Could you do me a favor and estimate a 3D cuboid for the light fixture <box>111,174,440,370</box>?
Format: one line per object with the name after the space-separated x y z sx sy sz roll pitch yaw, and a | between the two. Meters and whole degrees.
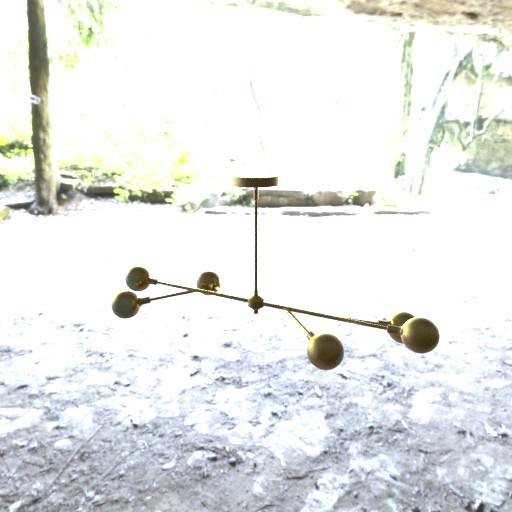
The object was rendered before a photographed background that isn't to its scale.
0.000 0.000 1.011 0.778 0.362 0.434 14 21 43 | light fixture
